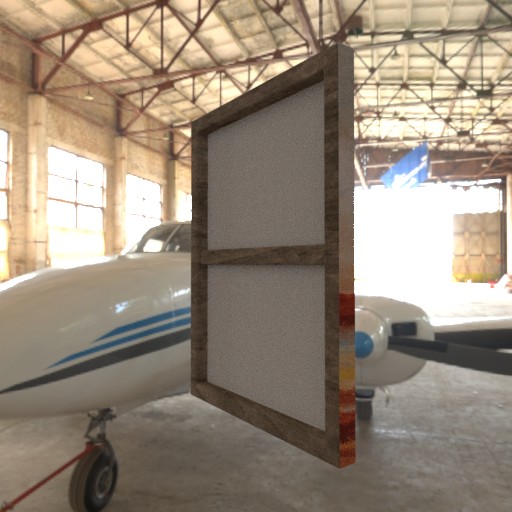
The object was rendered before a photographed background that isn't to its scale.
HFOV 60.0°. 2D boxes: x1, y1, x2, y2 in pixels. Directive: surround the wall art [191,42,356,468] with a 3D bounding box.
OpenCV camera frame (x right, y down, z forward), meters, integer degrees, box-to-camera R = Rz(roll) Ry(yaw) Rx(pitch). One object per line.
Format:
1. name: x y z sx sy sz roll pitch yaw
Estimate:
1. wall art: 0.000 0.000 0.814 0.035 0.605 0.443 1 -1 -36
